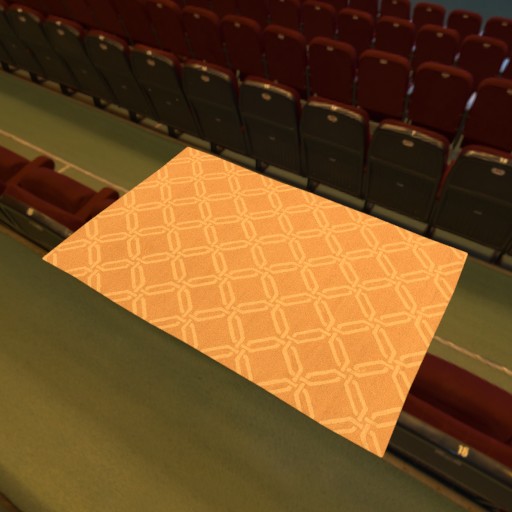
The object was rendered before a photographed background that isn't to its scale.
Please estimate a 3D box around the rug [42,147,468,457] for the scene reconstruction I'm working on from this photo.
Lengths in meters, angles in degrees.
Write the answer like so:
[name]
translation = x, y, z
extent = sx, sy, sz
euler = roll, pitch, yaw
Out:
[rug]
translation = 0.000, 0.000, 2.150
extent = 1.745, 0.010, 1.146
euler = 25, 52, 21
